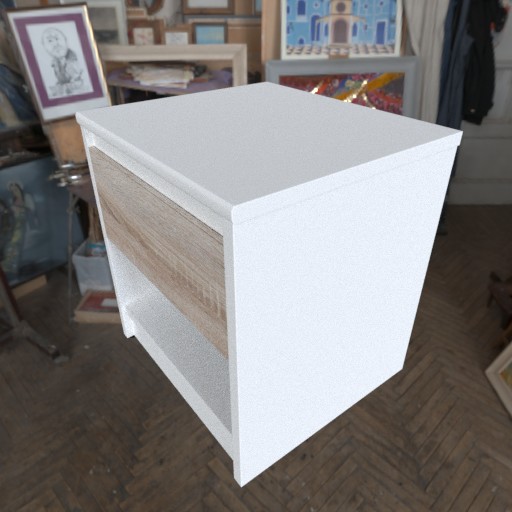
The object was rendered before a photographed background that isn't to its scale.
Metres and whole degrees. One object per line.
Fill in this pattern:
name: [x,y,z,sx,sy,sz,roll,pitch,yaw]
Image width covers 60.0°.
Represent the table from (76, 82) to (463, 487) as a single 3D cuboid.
table: [0.000,0.000,0.761,0.380,0.460,0.420,-22,39,-31]
